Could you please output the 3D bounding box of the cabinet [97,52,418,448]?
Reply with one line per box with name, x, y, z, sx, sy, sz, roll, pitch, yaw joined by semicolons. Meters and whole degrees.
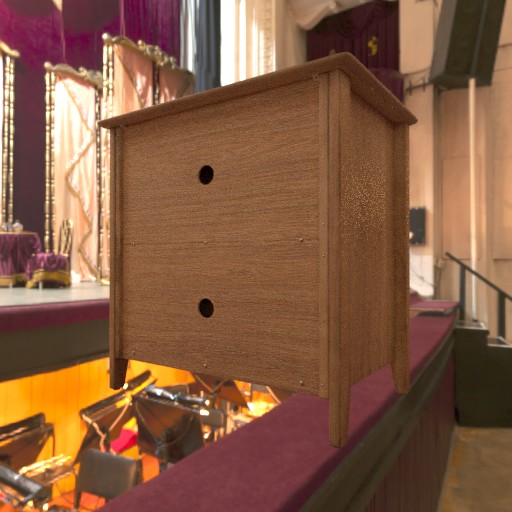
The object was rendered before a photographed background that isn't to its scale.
cabinet;0.000;0.000;1.246;0.763;0.762;0.503;0;0;34
